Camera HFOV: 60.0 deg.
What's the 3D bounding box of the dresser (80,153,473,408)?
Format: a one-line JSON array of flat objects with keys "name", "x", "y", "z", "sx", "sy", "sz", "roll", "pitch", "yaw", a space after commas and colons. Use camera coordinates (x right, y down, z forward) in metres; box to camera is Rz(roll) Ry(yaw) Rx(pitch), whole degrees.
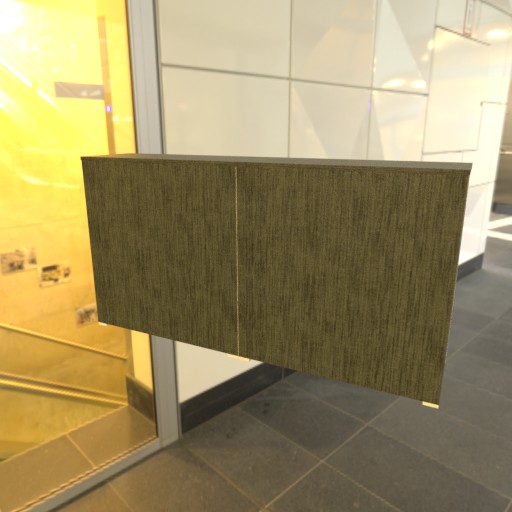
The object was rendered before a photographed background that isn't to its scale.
[{"name": "dresser", "x": 0.000, "y": 0.000, "z": 1.848, "sx": 1.535, "sy": 0.790, "sz": 0.333, "roll": 8, "pitch": 18, "yaw": 25}]
